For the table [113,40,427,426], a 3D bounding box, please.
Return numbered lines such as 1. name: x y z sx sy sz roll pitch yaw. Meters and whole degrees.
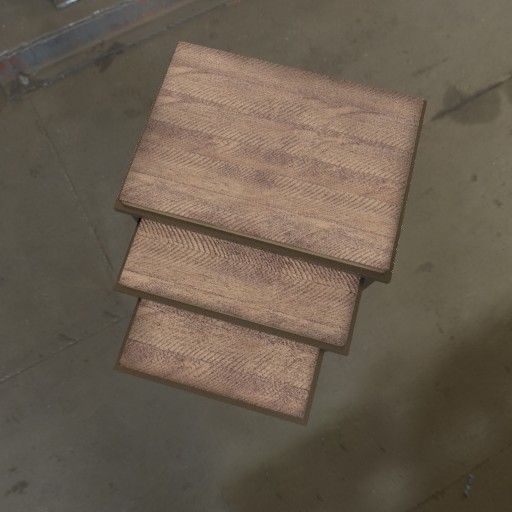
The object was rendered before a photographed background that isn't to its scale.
1. table: 0.000 0.000 1.146 0.559 0.610 0.706 15 76 4
